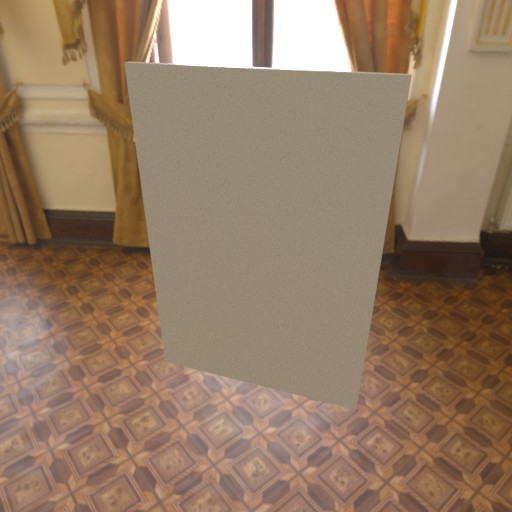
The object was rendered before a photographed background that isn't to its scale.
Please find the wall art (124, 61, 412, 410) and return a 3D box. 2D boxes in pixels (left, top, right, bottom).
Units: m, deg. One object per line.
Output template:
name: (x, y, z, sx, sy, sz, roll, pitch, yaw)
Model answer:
wall art: (0.000, 0.000, 0.602, 0.325, 0.474, 0.010, 9, 31, 16)
